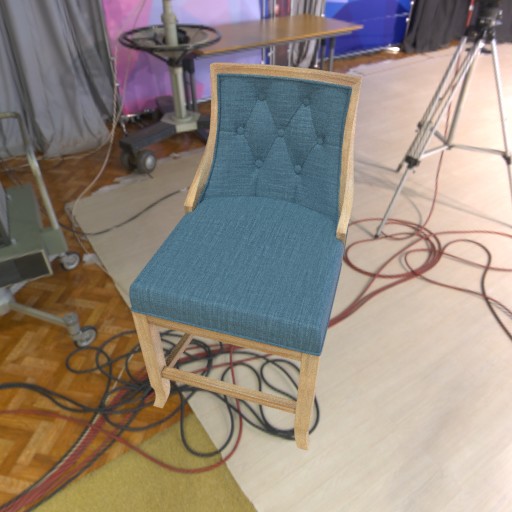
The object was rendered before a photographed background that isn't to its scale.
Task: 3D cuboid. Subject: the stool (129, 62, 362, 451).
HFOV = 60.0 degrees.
[{"bbox_3d":[0.000,0.000,1.350,0.524,0.938,0.626,11,41,13],"label":"stool"}]
